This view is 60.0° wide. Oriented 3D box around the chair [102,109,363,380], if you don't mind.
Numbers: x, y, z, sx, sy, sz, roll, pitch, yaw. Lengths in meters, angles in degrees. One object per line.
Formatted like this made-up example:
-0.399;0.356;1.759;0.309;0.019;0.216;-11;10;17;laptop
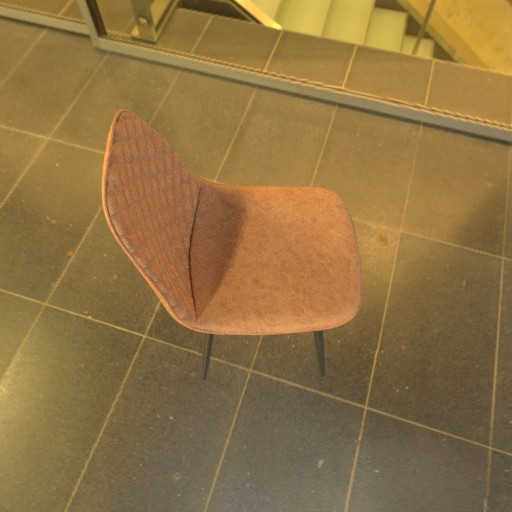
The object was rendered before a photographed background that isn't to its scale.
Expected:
0.000;0.000;1.213;0.561;0.889;0.472;-2;62;-1;chair
